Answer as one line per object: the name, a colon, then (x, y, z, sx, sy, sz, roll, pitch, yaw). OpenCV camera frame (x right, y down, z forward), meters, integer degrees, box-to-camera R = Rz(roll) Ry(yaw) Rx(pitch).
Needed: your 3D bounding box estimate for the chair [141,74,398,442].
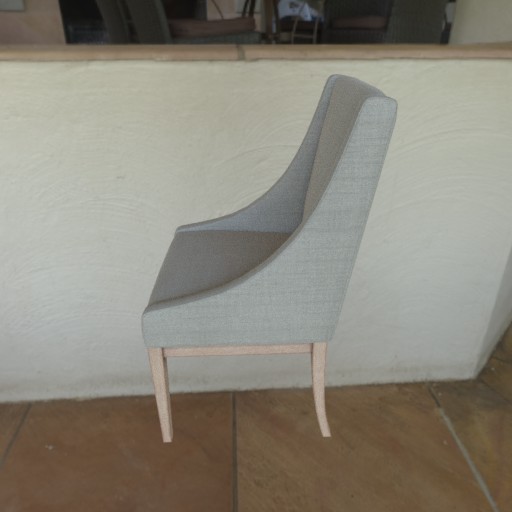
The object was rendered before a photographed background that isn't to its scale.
chair: (0.000, 0.000, 1.389, 0.611, 1.021, 0.575, 0, 27, 0)
